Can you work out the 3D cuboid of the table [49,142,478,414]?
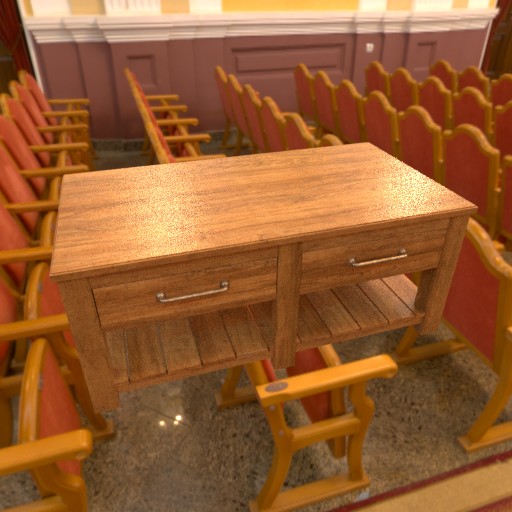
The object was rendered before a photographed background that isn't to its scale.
[{"bbox_3d":[0.000,0.000,1.495,1.150,0.480,0.635,-10,33,-15],"label":"table"}]
